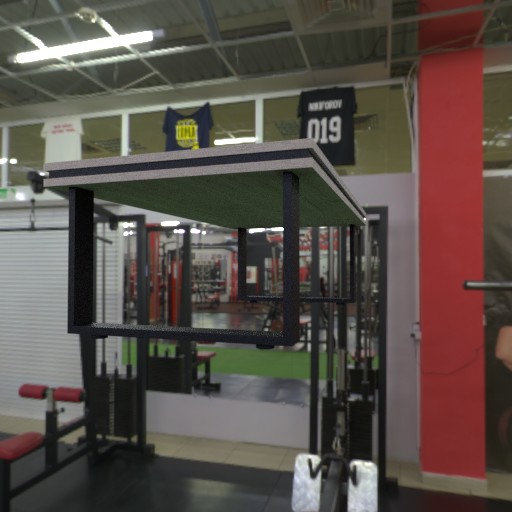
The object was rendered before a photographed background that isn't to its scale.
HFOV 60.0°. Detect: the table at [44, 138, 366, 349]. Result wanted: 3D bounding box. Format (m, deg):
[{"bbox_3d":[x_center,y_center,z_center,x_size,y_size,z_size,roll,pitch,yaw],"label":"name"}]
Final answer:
[{"bbox_3d":[0.000,0.000,1.665,0.700,0.450,1.350,-1,-2,19],"label":"table"}]
